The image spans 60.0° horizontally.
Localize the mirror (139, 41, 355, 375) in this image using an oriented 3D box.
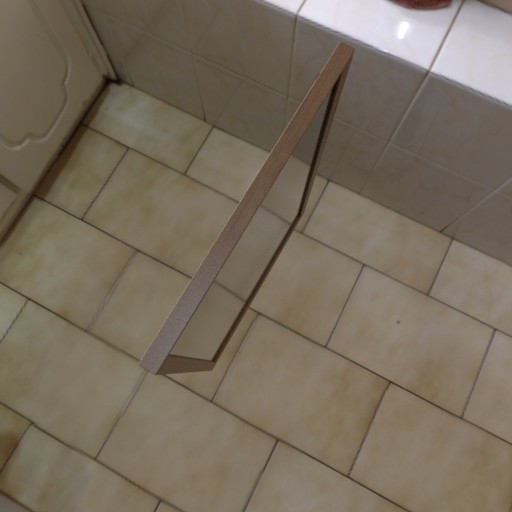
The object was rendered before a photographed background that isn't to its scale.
[{"bbox_3d":[0.000,0.000,1.340,0.040,1.016,0.762,29,78,7],"label":"mirror"}]
